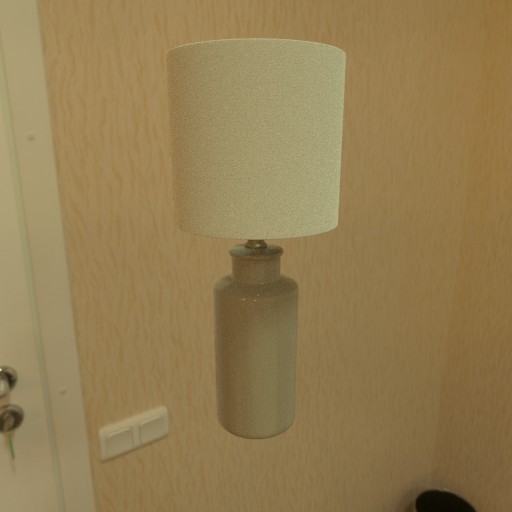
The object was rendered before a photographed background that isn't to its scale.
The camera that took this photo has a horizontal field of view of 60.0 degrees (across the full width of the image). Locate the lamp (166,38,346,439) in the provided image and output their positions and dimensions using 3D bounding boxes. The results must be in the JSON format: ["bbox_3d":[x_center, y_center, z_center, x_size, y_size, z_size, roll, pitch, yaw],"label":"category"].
[{"bbox_3d":[0.000,0.000,0.595,0.212,0.493,0.212,7,17,25],"label":"lamp"}]
